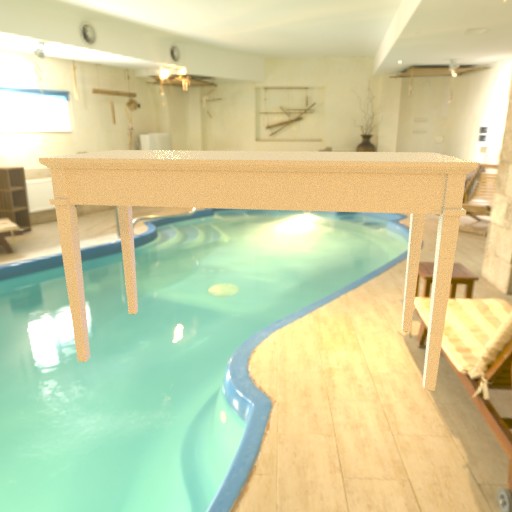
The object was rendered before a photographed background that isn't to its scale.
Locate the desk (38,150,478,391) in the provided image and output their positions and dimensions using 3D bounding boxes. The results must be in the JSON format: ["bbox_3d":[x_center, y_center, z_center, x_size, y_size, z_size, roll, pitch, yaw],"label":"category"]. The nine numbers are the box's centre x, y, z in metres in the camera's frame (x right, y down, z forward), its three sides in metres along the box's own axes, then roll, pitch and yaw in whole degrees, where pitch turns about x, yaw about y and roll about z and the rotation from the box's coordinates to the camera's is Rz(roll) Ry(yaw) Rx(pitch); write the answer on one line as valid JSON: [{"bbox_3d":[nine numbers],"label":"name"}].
[{"bbox_3d":[0.000,0.000,1.738,1.372,0.774,0.559,2,16,8],"label":"desk"}]
